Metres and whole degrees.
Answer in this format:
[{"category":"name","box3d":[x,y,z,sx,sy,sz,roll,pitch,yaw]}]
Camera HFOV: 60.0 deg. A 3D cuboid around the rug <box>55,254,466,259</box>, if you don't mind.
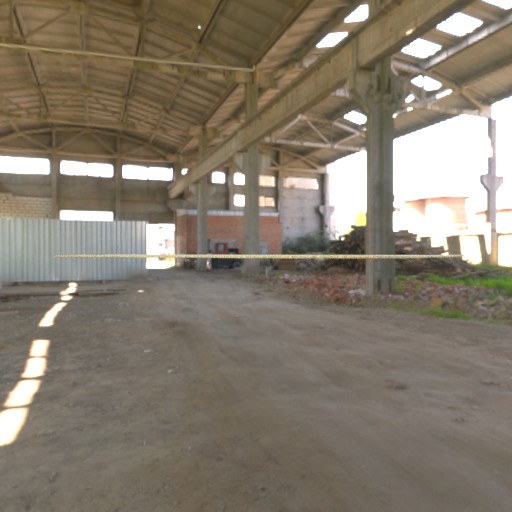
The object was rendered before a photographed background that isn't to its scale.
[{"category":"rug","box3d":[0.000,0.000,2.402,1.850,0.015,1.250,0,0,36]}]
